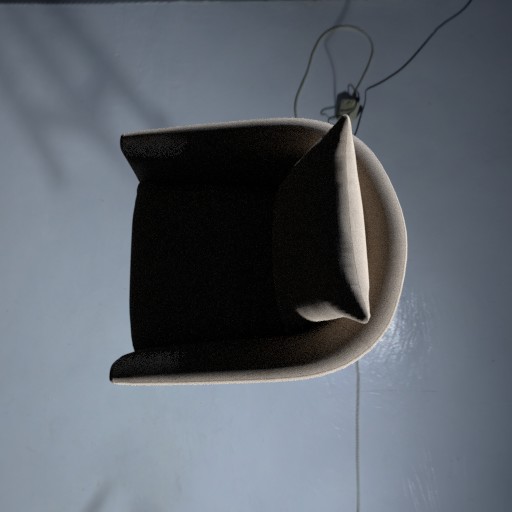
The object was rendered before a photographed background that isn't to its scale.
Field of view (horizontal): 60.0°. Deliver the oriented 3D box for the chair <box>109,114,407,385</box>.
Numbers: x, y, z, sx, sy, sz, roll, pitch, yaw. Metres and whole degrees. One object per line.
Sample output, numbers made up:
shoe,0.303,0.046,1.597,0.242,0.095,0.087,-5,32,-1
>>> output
chair,0.000,0.000,1.559,0.910,0.848,0.845,-2,76,0
